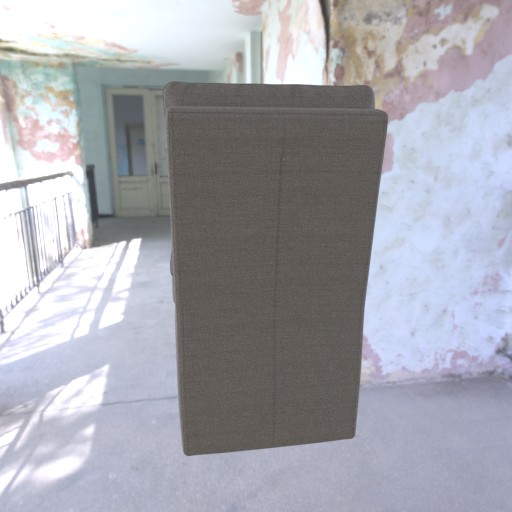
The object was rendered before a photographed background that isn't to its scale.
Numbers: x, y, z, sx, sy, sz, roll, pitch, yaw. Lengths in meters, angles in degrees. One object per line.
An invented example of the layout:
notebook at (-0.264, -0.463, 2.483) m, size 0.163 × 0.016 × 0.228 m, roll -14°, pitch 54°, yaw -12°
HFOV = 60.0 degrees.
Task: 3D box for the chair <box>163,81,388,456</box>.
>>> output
chair at (0.000, 0.000, 1.337) m, size 0.503 × 0.927 × 0.698 m, roll -2°, pitch 14°, yaw -9°
